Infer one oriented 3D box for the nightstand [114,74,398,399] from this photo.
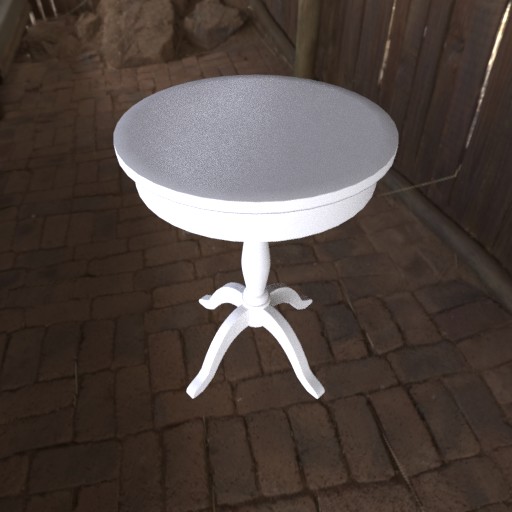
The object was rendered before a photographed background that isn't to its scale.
[{"bbox_3d":[0.000,0.000,1.033,0.513,0.653,0.513,-25,47,-26],"label":"nightstand"}]
